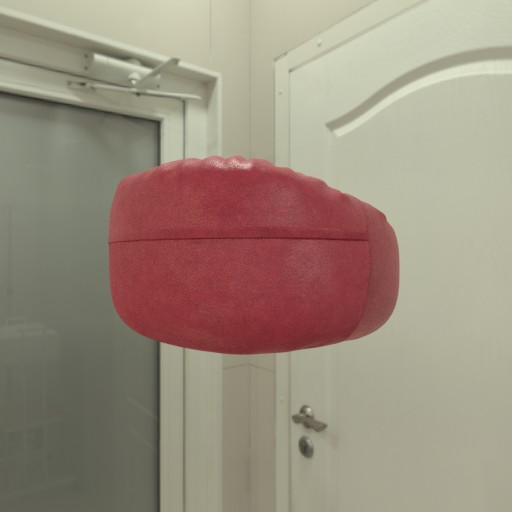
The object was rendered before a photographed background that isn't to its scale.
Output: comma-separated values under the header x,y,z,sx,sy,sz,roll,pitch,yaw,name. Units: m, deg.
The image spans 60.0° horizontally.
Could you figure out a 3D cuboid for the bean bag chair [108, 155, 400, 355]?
x,y,z,sx,sy,sz,roll,pitch,yaw,name
0.000,0.000,2.448,1.524,0.878,1.524,0,0,-36,bean bag chair
